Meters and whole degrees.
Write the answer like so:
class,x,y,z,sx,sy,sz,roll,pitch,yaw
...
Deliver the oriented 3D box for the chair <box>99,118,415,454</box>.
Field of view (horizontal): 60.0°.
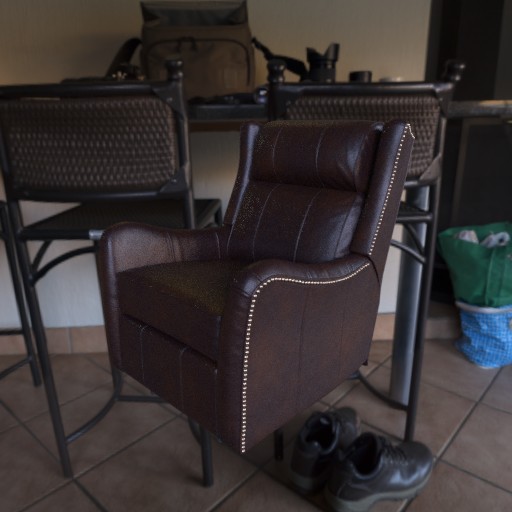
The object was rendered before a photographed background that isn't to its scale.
class,x,y,z,sx,sy,sz,roll,pitch,yaw
chair,0.000,0.000,1.822,0.869,1.084,1.008,15,22,41
